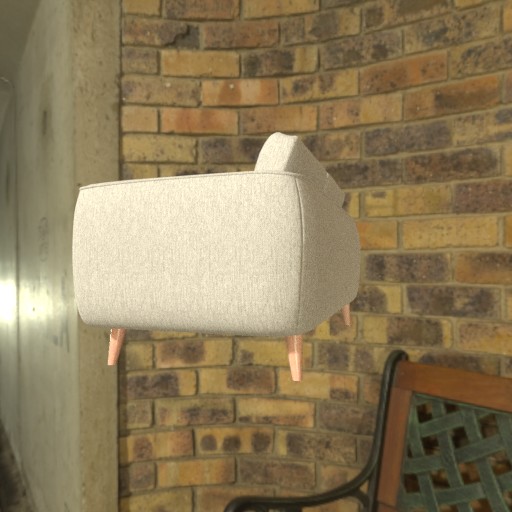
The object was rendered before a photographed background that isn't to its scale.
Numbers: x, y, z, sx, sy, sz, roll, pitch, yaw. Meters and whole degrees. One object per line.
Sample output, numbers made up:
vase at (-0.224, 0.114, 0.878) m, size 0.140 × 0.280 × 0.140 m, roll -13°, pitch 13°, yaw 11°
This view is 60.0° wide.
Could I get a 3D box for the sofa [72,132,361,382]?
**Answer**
sofa at (0.000, 0.000, 2.243) m, size 0.920 × 0.850 × 1.700 m, roll 0°, pitch -1°, yaw 18°
